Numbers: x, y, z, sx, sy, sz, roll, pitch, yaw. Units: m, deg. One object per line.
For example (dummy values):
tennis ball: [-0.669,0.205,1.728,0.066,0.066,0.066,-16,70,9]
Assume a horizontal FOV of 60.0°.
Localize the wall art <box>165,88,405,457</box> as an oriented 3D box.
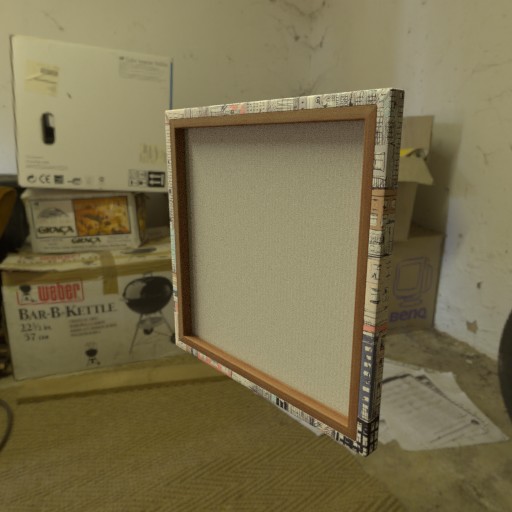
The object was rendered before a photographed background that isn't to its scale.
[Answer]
wall art: [0.000,0.000,0.926,0.038,0.608,0.607,-13,19,-41]
